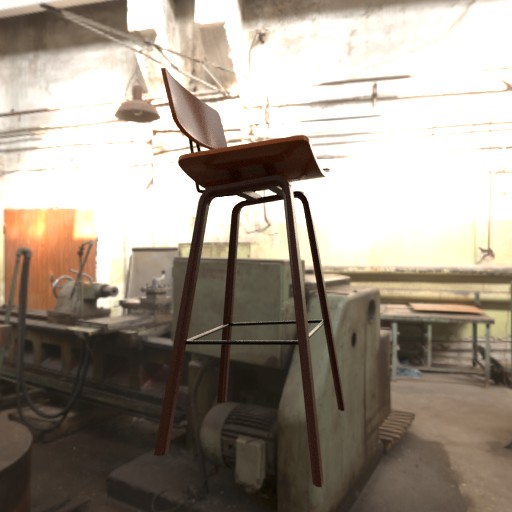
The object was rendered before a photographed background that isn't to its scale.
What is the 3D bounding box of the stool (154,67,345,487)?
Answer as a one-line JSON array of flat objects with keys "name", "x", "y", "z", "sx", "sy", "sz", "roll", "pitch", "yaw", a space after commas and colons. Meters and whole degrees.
[{"name": "stool", "x": 0.000, "y": 0.000, "z": 1.234, "sx": 0.440, "sy": 0.969, "sz": 0.509, "roll": 0, "pitch": 0, "yaw": 17}]
